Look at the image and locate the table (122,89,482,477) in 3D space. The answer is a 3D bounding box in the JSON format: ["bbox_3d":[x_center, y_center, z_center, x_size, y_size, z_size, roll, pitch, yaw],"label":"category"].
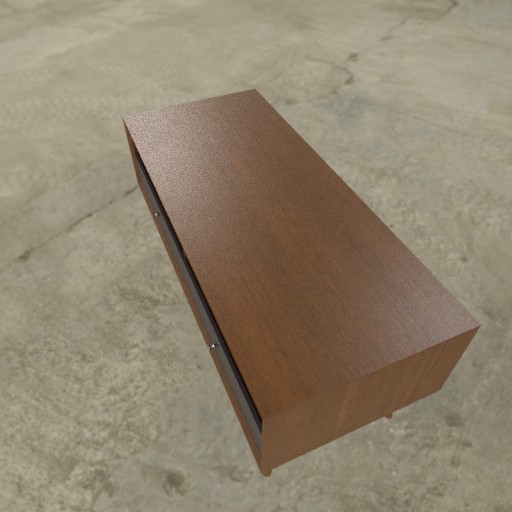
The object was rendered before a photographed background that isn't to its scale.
[{"bbox_3d":[0.000,0.000,1.338,0.490,0.464,1.119,-18,49,-16],"label":"table"}]
